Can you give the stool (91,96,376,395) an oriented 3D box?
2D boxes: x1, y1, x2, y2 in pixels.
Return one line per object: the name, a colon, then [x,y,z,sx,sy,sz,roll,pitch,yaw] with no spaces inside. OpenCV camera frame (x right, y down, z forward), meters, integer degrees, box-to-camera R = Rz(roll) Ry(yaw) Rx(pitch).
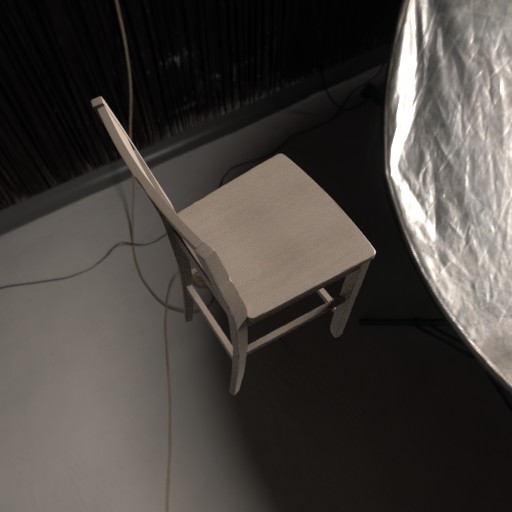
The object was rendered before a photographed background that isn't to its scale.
stool: [0.000,0.000,1.344,0.539,1.079,0.462,-30,63,-17]
